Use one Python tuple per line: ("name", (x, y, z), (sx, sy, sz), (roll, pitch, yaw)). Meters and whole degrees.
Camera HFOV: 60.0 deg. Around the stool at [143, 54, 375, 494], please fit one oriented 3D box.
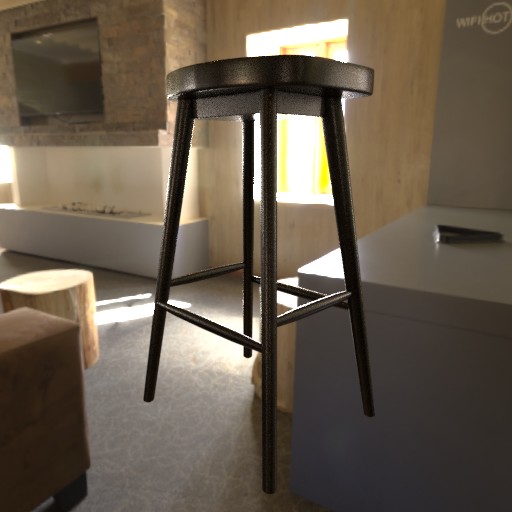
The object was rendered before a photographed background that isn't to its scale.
("stool", (0.000, 0.000, 0.973), (0.361, 0.749, 0.440), (-13, 19, -43))
